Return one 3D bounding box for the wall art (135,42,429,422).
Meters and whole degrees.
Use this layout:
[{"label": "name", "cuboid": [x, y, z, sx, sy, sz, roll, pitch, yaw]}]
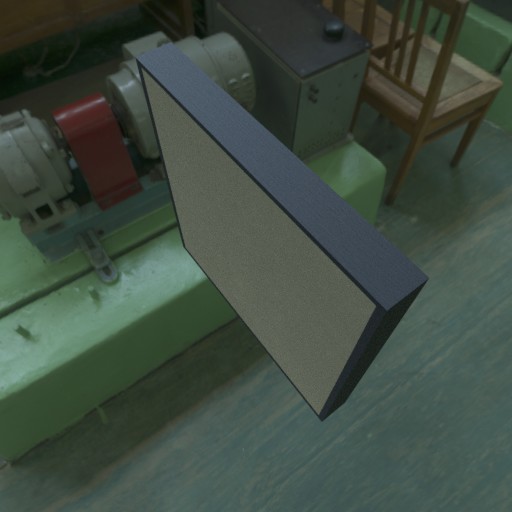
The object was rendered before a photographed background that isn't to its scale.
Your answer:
[{"label": "wall art", "cuboid": [0.000, 0.000, 0.454, 0.036, 0.300, 0.302, -32, 63, -19]}]
